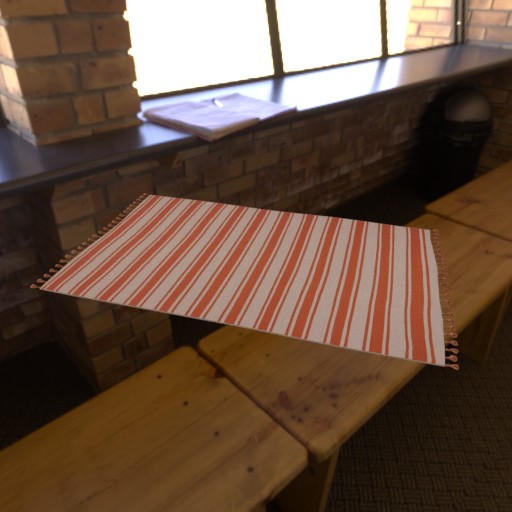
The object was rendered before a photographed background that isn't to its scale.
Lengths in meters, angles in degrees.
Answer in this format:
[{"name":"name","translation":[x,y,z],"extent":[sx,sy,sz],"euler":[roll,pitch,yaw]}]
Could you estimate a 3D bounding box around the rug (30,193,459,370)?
[{"name":"rug","translation":[0.000,0.000,2.541],"extent":[2.092,0.017,1.232],"euler":[9,33,14]}]
